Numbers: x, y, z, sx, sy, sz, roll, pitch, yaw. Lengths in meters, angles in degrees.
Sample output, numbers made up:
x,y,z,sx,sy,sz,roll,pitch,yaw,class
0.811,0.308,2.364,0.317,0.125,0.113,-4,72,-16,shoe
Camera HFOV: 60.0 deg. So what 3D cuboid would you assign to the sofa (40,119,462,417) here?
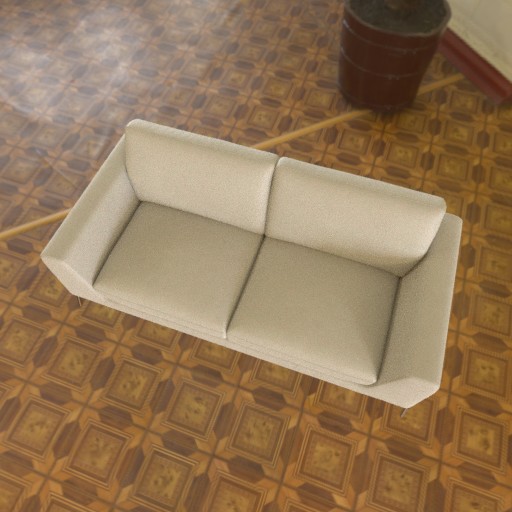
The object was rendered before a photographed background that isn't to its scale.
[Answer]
x,y,z,sx,sy,sz,roll,pitch,yaw,class
0.000,0.000,2.430,2.017,0.875,0.953,17,61,10,sofa
